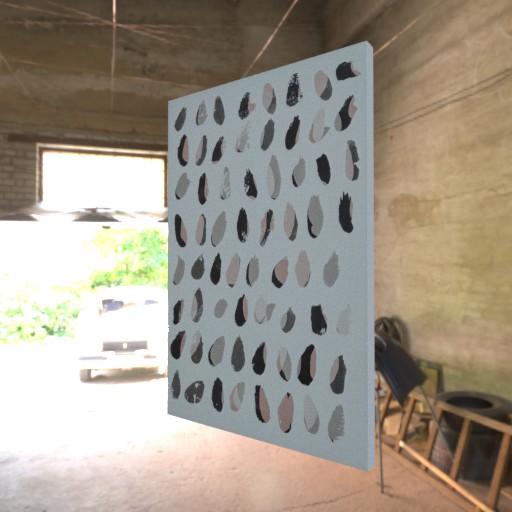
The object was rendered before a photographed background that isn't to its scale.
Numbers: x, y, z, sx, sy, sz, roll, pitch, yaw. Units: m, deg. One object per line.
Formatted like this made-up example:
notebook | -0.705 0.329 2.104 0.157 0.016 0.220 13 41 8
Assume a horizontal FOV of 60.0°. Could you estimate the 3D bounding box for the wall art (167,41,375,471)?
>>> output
wall art | 0.000 0.000 1.133 0.610 0.916 0.037 -1 -1 36
